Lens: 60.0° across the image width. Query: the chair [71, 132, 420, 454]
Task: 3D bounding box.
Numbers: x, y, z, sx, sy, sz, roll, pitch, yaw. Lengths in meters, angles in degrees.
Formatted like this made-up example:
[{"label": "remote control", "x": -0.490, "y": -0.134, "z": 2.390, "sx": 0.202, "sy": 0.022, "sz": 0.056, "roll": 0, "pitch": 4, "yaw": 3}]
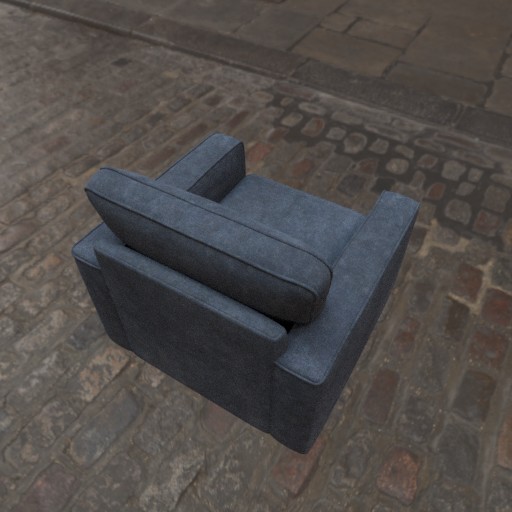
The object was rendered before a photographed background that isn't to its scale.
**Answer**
[{"label": "chair", "x": 0.000, "y": 0.000, "z": 1.779, "sx": 1.015, "sy": 0.965, "sz": 0.939, "roll": 24, "pitch": 51, "yaw": 21}]
